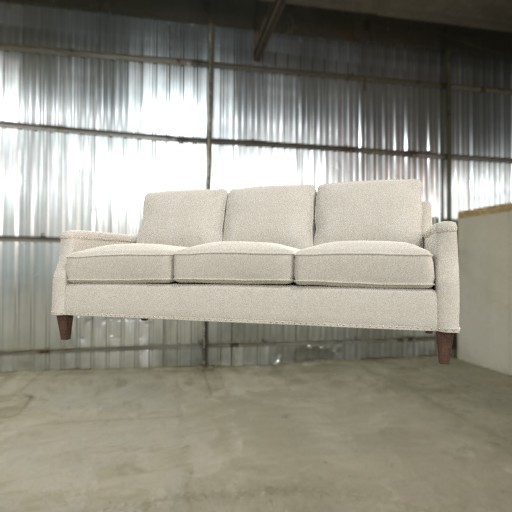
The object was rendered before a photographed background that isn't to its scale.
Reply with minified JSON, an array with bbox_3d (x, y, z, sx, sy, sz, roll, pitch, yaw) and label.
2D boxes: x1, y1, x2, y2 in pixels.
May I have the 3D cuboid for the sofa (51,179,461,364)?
[{"bbox_3d":[0.000,0.000,2.808,2.246,1.003,1.084,0,-1,17],"label":"sofa"}]
